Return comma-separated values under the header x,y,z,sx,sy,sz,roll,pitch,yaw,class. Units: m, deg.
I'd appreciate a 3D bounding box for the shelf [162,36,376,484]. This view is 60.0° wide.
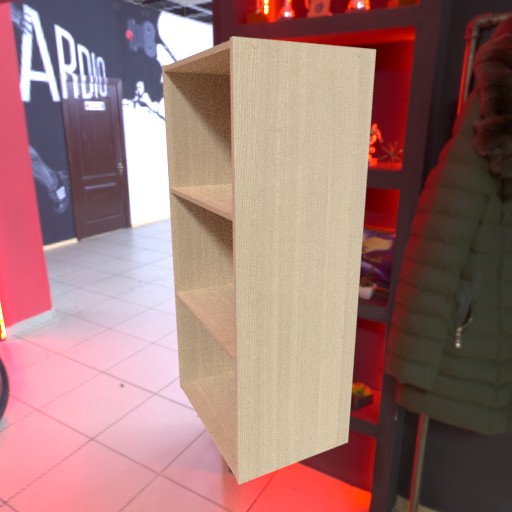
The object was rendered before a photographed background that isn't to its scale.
x,y,z,sx,sy,sz,roll,pitch,yaw,class
0.000,0.000,1.067,0.292,0.876,0.417,-8,19,-26,shelf
